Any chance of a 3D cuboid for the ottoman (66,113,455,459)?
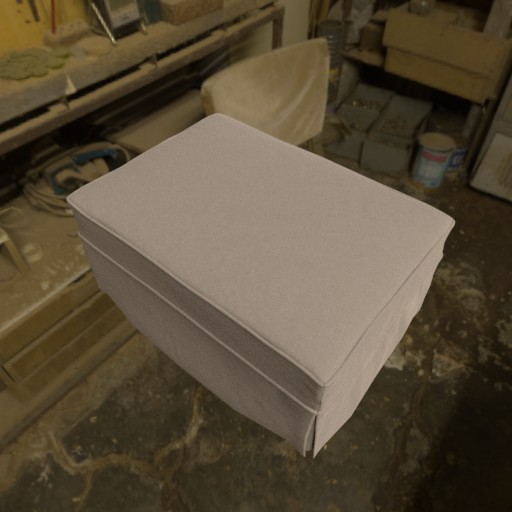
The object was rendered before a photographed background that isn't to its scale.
[{"bbox_3d":[0.000,0.000,1.367,0.944,0.479,0.703,31,54,26],"label":"ottoman"}]
